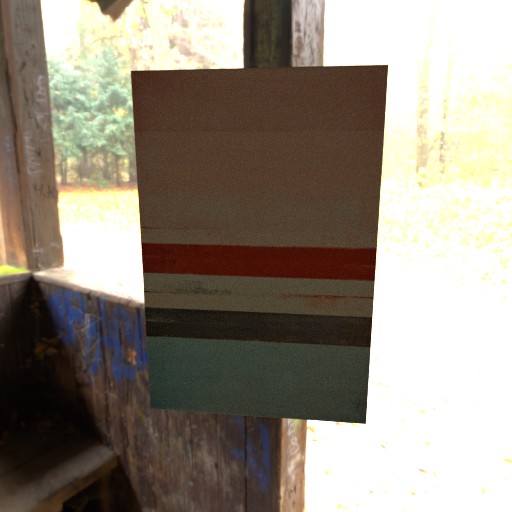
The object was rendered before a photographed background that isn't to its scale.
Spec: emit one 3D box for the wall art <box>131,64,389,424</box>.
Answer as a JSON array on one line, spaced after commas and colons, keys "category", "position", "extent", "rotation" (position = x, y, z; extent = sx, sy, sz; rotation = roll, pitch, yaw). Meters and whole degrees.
[{"category": "wall art", "position": [0.000, 0.000, 1.159], "extent": [0.610, 0.914, 0.038], "rotation": [2, 13, 7]}]
